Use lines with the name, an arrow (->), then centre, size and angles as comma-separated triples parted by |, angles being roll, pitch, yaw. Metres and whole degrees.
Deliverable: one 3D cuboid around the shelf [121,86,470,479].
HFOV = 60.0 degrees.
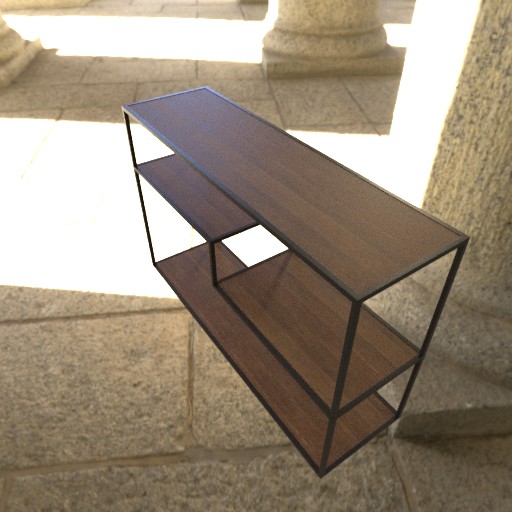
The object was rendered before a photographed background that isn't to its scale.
shelf -> 0.000, 0.000, 1.550 | 0.361, 0.765, 1.201 | -24, 45, -26
